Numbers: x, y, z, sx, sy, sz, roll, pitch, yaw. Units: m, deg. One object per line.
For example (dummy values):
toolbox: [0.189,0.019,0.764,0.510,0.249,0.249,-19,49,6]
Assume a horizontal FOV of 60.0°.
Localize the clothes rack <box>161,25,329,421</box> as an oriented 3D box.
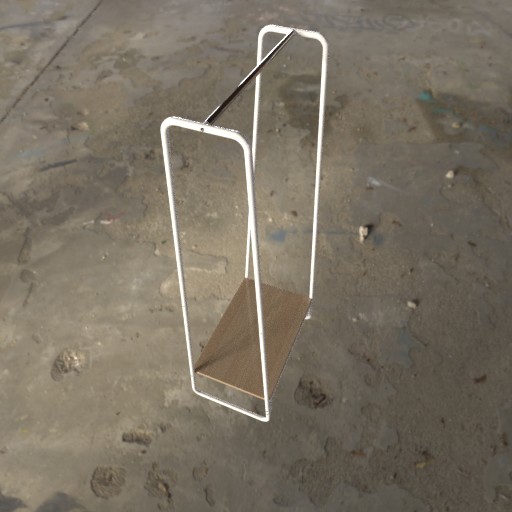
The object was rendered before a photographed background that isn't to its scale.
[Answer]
clothes rack: [0.000,0.000,1.759,0.400,1.500,0.640,17,49,15]
